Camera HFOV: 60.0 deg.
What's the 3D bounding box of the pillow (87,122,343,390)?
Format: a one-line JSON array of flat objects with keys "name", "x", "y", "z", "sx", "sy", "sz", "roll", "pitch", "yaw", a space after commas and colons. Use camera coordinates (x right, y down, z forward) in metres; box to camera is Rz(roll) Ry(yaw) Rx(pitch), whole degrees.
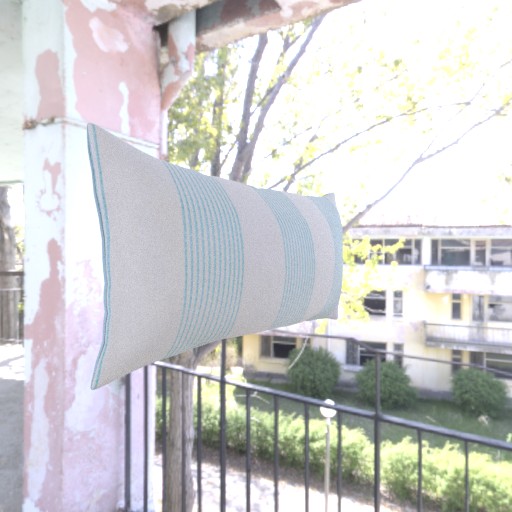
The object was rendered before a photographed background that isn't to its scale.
[{"name": "pillow", "x": 0.000, "y": 0.000, "z": 0.721, "sx": 0.151, "sy": 0.287, "sz": 0.610, "roll": 0, "pitch": 0, "yaw": 35}]
